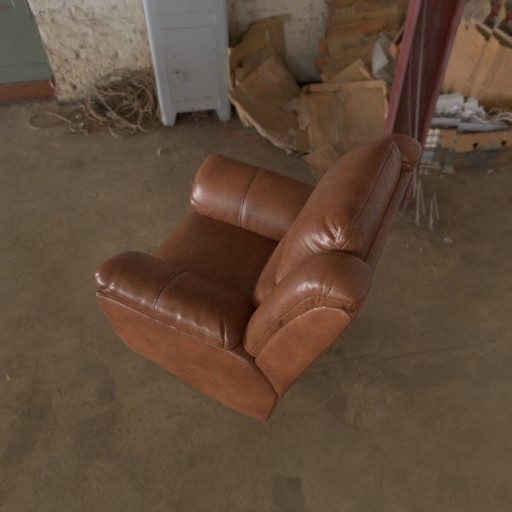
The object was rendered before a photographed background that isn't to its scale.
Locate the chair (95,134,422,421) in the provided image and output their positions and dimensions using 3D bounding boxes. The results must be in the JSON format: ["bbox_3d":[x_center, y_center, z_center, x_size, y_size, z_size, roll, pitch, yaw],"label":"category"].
[{"bbox_3d":[0.000,0.000,1.925,1.041,1.093,0.990,19,48,17],"label":"chair"}]
